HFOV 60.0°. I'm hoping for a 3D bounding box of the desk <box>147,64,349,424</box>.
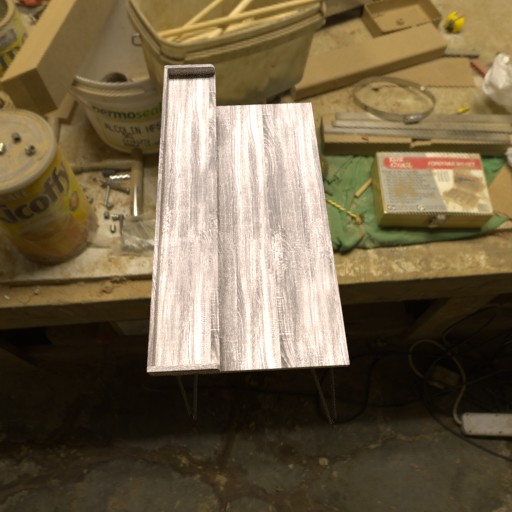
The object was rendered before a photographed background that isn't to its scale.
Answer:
[{"bbox_3d":[0.000,0.000,1.674,0.605,0.899,1.135,-3,63,-1],"label":"desk"}]
